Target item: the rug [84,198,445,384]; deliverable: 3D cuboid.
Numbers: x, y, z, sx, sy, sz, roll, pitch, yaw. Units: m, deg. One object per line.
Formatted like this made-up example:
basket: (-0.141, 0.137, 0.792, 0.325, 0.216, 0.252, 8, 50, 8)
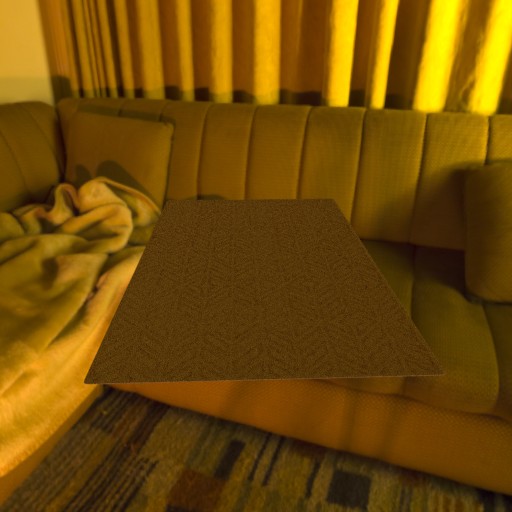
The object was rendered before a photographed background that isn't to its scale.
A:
rug: (0.000, 0.000, 2.952, 1.523, 0.008, 2.438, -1, 25, -2)
